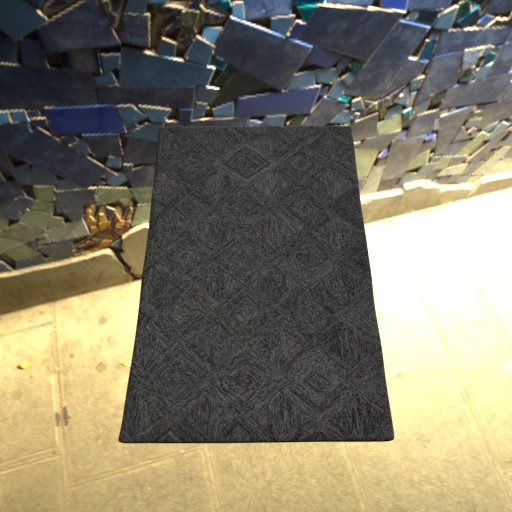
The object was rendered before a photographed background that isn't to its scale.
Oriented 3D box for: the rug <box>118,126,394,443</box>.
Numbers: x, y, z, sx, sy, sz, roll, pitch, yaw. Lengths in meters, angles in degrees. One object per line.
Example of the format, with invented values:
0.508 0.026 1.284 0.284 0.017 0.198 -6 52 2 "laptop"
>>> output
0.000 0.000 2.246 1.158 0.013 1.752 0 62 0 "rug"
